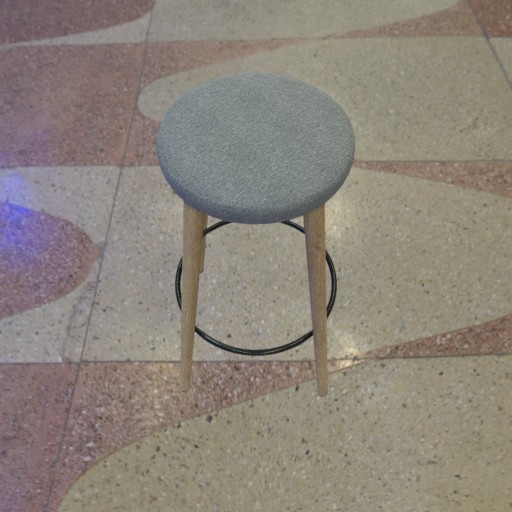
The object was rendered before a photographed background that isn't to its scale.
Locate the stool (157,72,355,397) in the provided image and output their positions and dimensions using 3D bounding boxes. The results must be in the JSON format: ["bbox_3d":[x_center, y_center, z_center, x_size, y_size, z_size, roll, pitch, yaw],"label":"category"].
[{"bbox_3d":[0.000,0.000,1.011,0.410,0.770,0.410,2,57,1],"label":"stool"}]
